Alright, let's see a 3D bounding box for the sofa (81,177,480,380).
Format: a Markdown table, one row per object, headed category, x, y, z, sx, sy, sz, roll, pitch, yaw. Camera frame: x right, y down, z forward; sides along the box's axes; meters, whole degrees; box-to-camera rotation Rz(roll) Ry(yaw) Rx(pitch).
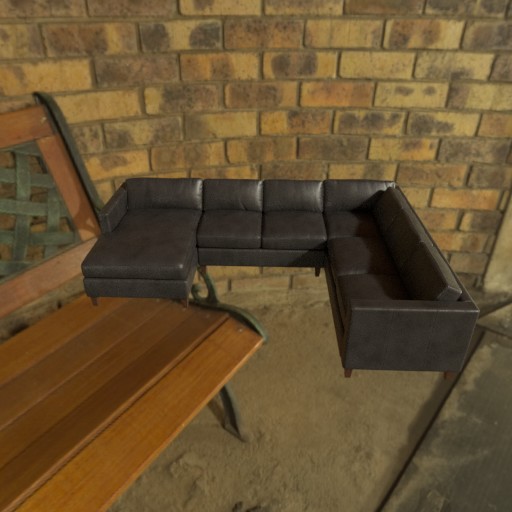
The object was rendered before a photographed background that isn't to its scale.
| category | x | y | z | sx | sy | sz | roll | pitch | yaw |
| --- | --- | --- | --- | --- | --- | --- | --- | --- | --- |
| sofa | 0.000 | 0.000 | 4.434 | 3.324 | 0.891 | 2.452 | 1 | 31 | 2 |
